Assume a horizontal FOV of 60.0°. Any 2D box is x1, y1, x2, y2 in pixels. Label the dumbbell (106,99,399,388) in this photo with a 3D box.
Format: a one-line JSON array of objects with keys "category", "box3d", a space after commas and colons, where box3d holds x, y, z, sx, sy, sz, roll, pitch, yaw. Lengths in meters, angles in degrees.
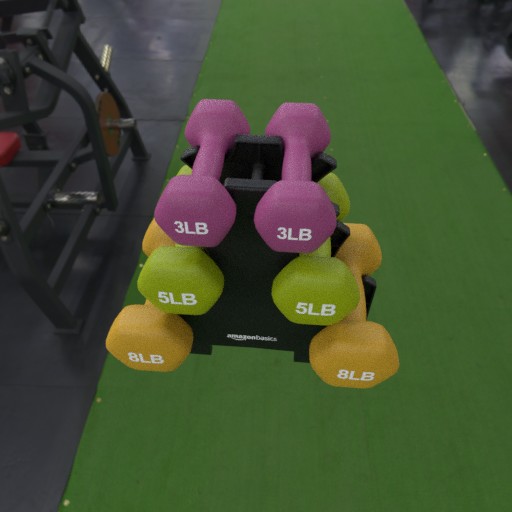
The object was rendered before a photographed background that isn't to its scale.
[{"category": "dumbbell", "box3d": [0.000, 0.000, 0.461, 0.300, 0.271, 0.190, 4, 46, 4]}]
